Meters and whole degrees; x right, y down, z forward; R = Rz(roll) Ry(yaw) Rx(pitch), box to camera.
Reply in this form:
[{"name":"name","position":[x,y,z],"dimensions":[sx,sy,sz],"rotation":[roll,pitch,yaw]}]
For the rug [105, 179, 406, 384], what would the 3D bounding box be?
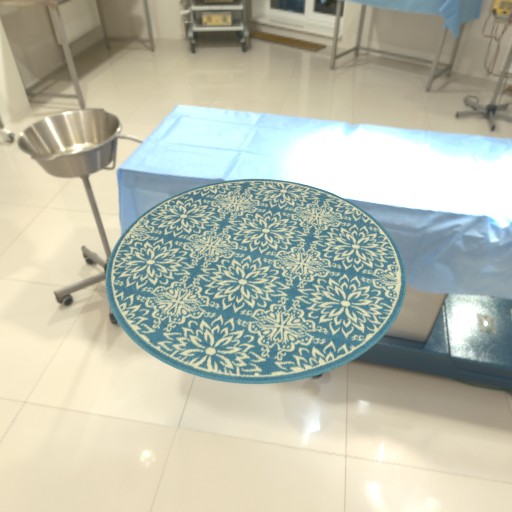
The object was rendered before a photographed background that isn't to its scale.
[{"name":"rug","position":[0.000,0.000,2.419],"dimensions":[1.593,0.012,1.593],"rotation":[0,41,0]}]
